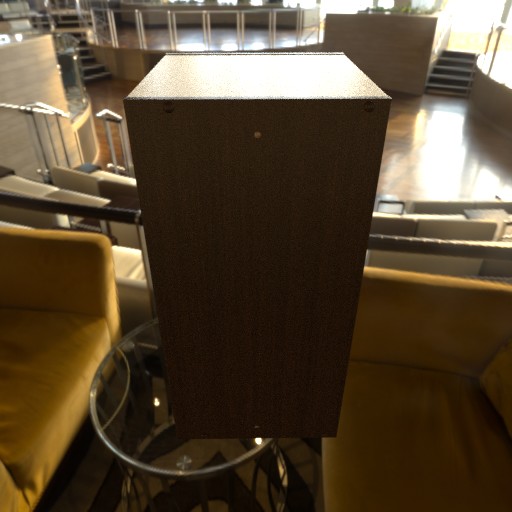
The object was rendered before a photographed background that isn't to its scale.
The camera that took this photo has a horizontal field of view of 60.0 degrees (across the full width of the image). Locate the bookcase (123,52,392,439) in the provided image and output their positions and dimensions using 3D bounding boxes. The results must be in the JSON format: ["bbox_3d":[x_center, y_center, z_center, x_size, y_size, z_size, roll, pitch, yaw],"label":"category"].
[{"bbox_3d":[0.000,0.000,0.766,0.290,0.600,0.300,0,33,-1],"label":"bookcase"}]
